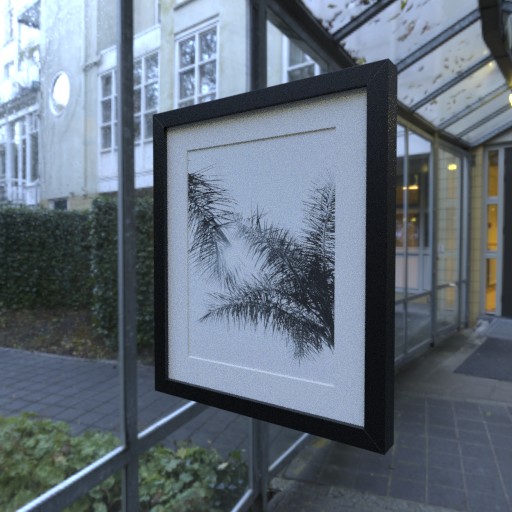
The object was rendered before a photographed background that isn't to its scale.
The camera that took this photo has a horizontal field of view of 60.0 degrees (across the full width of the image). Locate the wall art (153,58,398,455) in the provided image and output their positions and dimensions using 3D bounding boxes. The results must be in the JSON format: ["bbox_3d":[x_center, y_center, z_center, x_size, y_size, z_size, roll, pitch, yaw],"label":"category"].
[{"bbox_3d":[0.000,0.000,0.529,0.325,0.380,0.028,1,2,35],"label":"wall art"}]
